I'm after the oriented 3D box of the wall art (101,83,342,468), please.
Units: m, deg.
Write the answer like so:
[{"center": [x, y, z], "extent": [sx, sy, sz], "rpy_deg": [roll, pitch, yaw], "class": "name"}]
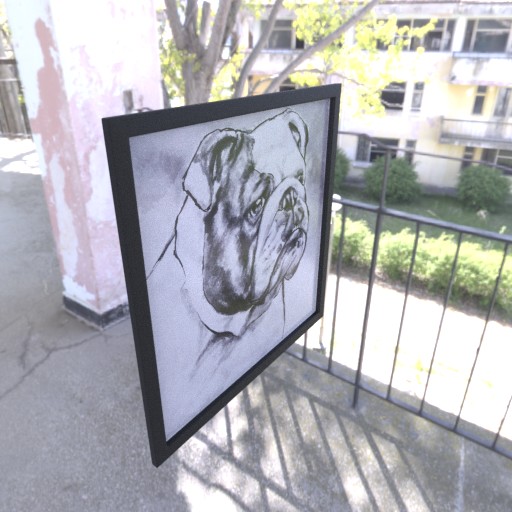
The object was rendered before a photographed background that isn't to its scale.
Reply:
[{"center": [0.000, 0.000, 0.961], "extent": [0.016, 0.659, 0.663], "rpy_deg": [18, 31, 33], "class": "wall art"}]
